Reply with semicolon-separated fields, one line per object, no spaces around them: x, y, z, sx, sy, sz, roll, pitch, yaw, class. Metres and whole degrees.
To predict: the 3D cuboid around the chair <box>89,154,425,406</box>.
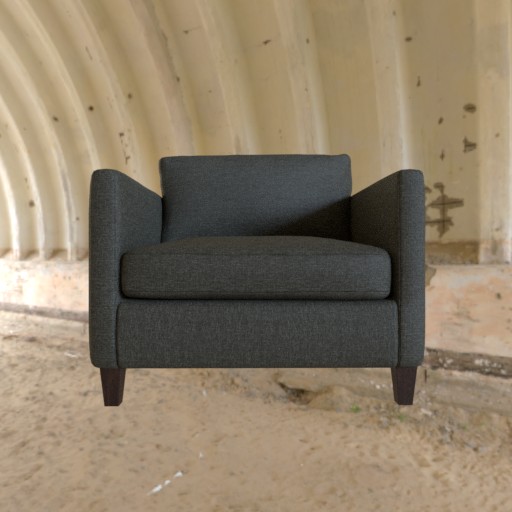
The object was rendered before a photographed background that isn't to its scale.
0.000;0.000;1.852;1.107;0.963;0.959;0;0;-1;chair
